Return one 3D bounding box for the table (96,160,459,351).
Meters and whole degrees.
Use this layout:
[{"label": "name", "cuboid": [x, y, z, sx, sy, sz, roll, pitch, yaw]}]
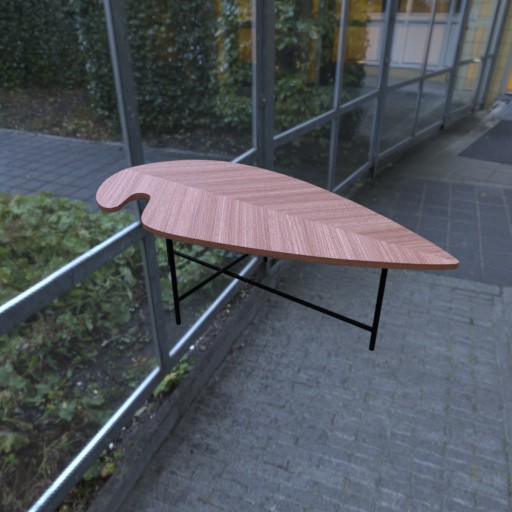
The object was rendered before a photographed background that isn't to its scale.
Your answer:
[{"label": "table", "cuboid": [0.000, 0.000, 1.455, 1.199, 0.360, 0.598, 19, 35, 31]}]
